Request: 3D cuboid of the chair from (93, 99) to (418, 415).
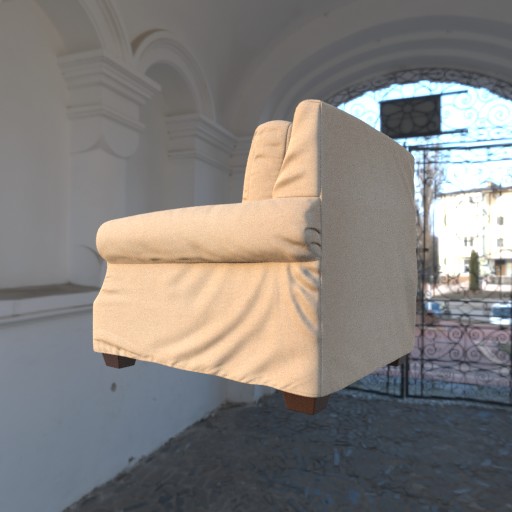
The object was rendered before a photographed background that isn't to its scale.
[{"bbox_3d":[0.000,0.000,1.770,1.066,0.866,0.940,0,0,37],"label":"chair"}]
